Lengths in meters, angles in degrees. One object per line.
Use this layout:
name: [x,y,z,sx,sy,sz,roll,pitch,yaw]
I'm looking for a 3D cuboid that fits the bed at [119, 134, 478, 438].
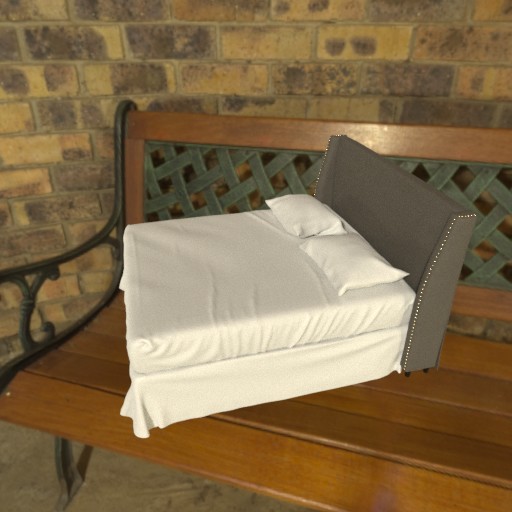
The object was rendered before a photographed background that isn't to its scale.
bed: [0.000,0.000,3.508,2.276,1.332,1.925,-8,31,-13]
